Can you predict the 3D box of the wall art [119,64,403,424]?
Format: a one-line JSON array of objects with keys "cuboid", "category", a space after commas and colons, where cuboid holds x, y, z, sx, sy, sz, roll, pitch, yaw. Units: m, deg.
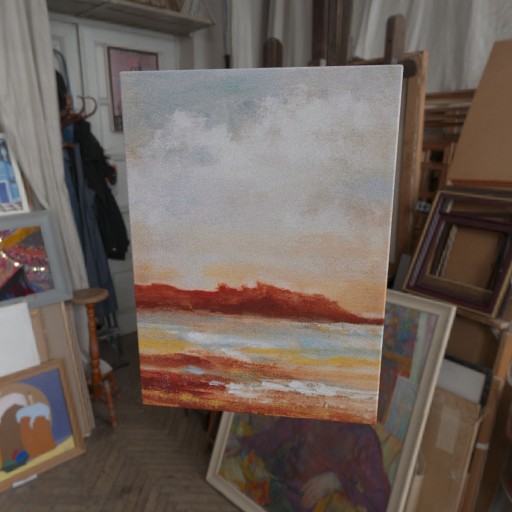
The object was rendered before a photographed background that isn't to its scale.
[{"cuboid": [0.000, 0.000, 0.772, 0.443, 0.605, 0.035, 2, 14, 8], "category": "wall art"}]
